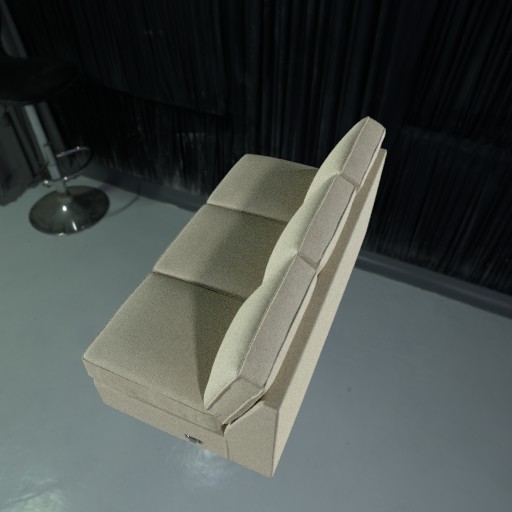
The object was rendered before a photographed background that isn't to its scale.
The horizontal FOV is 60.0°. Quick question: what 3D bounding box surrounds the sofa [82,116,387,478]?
[{"bbox_3d":[0.000,0.000,2.583,1.027,0.973,1.962,17,48,16],"label":"sofa"}]
